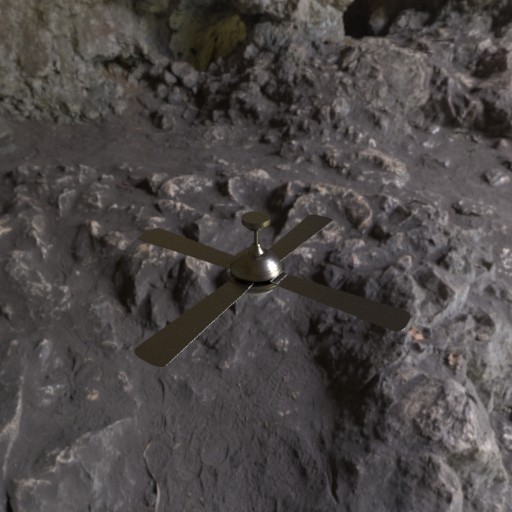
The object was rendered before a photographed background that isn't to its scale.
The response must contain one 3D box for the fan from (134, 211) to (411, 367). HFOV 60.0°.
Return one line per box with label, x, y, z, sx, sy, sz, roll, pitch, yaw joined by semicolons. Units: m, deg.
fan;0.000;0.000;1.974;1.321;0.381;1.321;-20;36;-31
